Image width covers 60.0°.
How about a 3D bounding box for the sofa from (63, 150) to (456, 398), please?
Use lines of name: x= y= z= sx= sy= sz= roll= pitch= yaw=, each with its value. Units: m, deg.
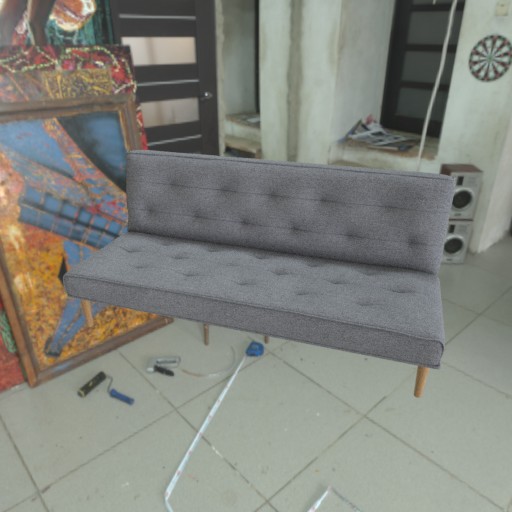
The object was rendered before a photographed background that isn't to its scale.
sofa: x=0.000 y=0.000 z=2.281 sx=1.820 sy=0.830 sz=0.810 roll=8 pitch=27 yaw=16
